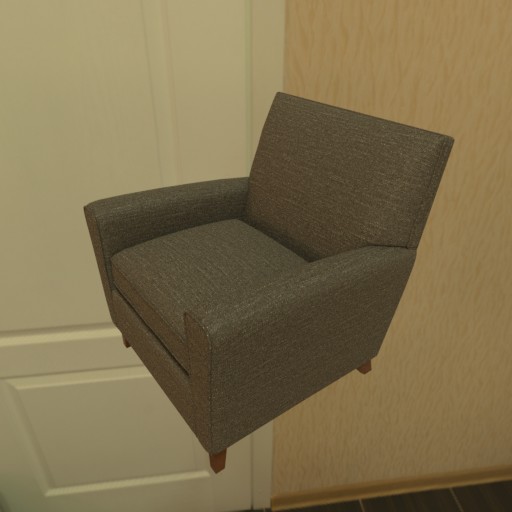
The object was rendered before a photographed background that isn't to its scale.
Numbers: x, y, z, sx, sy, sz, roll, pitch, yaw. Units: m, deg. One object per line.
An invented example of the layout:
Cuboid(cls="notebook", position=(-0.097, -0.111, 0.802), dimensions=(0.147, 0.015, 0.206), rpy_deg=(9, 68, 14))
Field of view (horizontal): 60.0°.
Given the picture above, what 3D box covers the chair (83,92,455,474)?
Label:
Cuboid(cls="chair", position=(0.000, 0.000, 1.542), dimensions=(0.875, 0.885, 0.838), rpy_deg=(-21, 37, -31))
